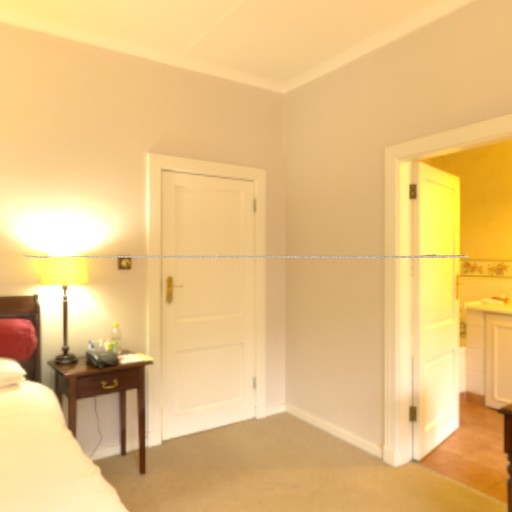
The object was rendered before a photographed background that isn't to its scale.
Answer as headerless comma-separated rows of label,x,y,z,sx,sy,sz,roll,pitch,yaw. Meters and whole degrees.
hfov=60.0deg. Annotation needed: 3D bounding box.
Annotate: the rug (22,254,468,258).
rug,0.000,0.000,2.285,1.828,0.019,1.209,0,0,17
